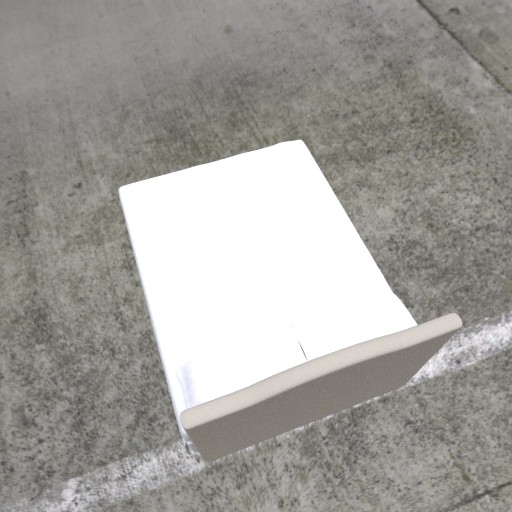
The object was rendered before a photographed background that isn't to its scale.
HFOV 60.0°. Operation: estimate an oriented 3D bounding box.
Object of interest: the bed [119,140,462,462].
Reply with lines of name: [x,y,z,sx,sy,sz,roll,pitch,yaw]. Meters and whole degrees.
bed: [0.000,0.000,3.583,1.977,1.437,2.477,-17,60,-10]
